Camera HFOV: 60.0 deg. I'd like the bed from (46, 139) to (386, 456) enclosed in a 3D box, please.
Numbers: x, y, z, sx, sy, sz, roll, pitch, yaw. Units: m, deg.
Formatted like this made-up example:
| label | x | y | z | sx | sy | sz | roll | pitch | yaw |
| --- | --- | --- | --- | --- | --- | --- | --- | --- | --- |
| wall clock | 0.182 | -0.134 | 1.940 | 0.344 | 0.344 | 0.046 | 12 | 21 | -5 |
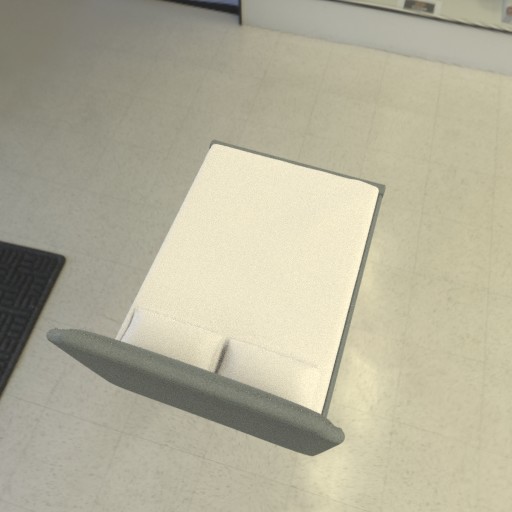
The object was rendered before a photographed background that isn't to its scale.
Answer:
| label | x | y | z | sx | sy | sz | roll | pitch | yaw |
| --- | --- | --- | --- | --- | --- | --- | --- | --- | --- |
| bed | 0.000 | 0.000 | 3.372 | 1.712 | 1.443 | 2.372 | 17 | 64 | 8 |
